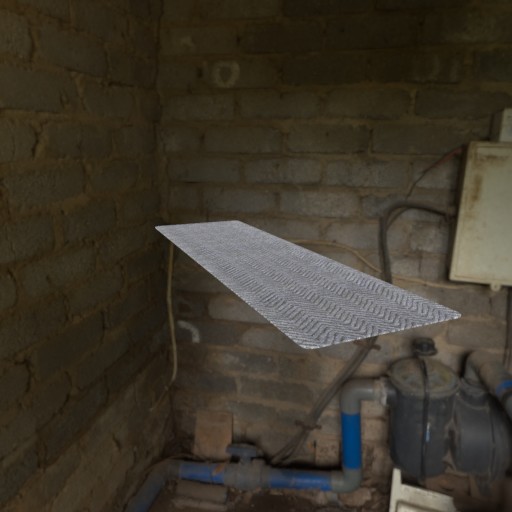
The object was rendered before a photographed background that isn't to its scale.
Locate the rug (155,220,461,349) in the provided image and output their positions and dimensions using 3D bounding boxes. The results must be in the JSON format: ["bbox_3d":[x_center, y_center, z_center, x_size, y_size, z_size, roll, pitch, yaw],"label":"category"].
[{"bbox_3d":[0.000,0.000,2.528,0.686,0.008,2.286,-6,16,-23],"label":"rug"}]
